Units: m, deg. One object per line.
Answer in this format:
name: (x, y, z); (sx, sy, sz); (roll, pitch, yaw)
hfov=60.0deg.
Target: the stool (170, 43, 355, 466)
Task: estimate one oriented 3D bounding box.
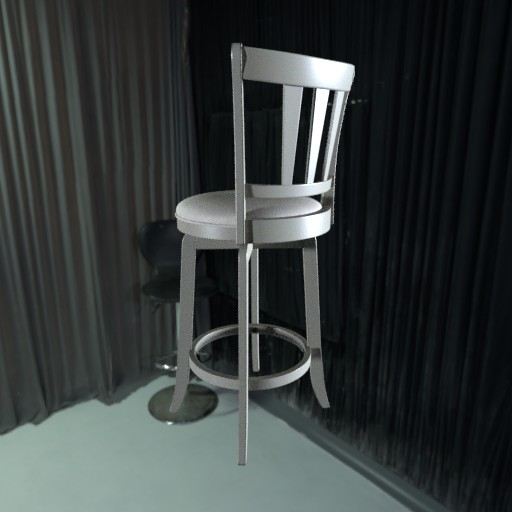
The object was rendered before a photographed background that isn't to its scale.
stool: (0.000, 0.000, 1.288); (0.436, 1.042, 0.475); (-14, 21, -42)
